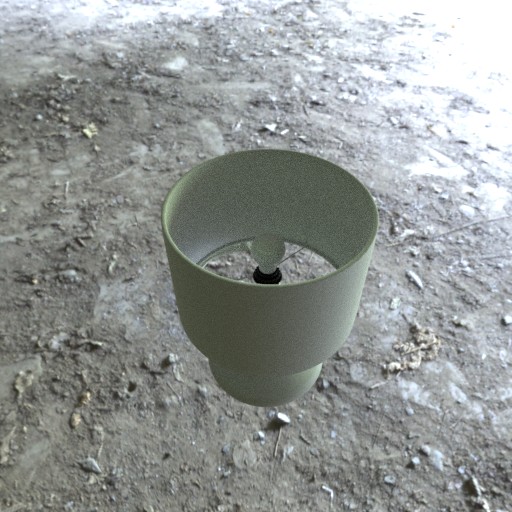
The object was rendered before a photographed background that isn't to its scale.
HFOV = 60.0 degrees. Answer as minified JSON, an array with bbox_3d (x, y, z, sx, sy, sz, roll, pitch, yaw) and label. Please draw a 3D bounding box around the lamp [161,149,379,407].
[{"bbox_3d":[0.000,0.000,0.878,0.401,0.457,0.546,10,46,9],"label":"lamp"}]
